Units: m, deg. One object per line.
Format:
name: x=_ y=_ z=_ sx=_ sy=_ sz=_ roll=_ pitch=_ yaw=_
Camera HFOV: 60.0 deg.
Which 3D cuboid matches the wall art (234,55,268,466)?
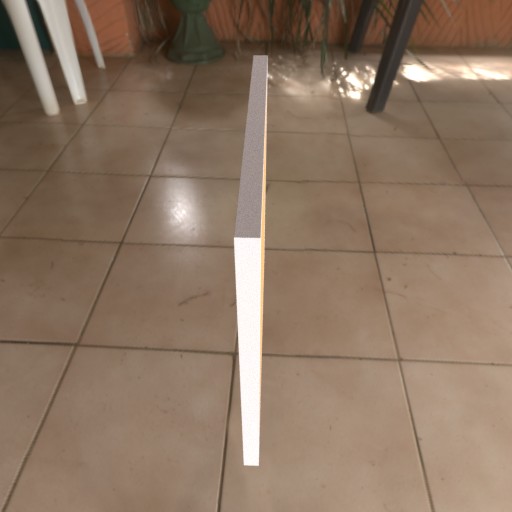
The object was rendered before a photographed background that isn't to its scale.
wall art: x=0.000 y=0.000 z=1.164 sx=0.038 sy=0.762 sz=0.762 roll=1 pitch=42 yaw=1
